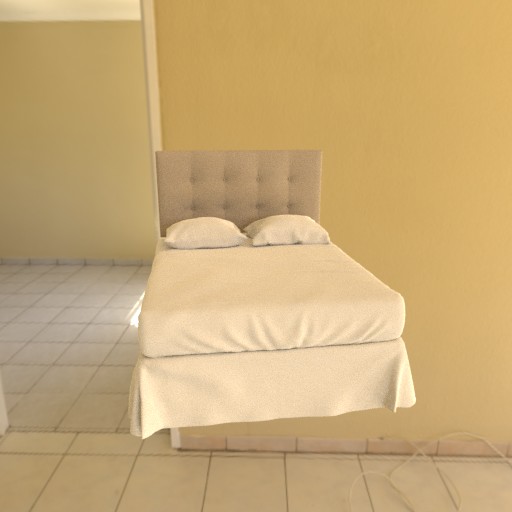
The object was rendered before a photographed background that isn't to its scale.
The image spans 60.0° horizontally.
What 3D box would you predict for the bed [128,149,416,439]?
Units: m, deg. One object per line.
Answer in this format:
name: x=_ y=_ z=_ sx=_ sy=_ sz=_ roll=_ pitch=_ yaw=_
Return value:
bed: x=0.000 y=0.000 z=3.564 sx=1.936 sy=1.577 sz=2.222 roll=-2 pitch=16 yaw=-8
